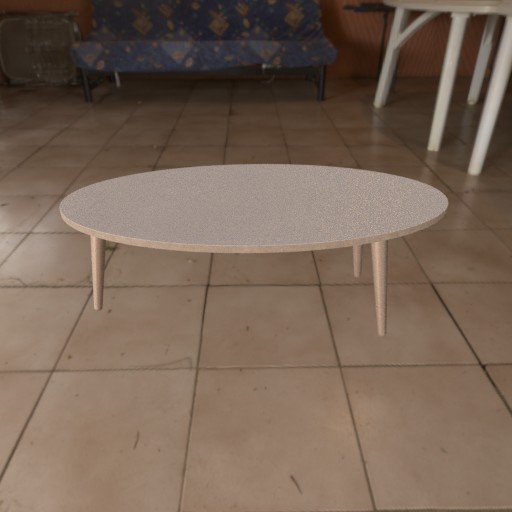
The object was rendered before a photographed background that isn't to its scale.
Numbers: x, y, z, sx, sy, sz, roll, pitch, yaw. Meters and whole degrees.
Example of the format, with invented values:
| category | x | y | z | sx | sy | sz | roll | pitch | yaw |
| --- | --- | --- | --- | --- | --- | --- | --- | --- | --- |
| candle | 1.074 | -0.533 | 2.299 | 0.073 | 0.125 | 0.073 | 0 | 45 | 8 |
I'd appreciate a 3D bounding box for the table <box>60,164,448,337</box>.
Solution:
| category | x | y | z | sx | sy | sz | roll | pitch | yaw |
| --- | --- | --- | --- | --- | --- | --- | --- | --- | --- |
| table | 0.000 | 0.000 | 1.358 | 1.083 | 0.390 | 0.542 | -1 | 32 | -2 |
